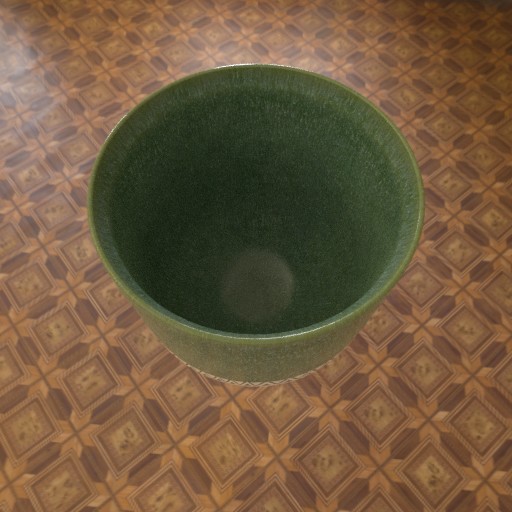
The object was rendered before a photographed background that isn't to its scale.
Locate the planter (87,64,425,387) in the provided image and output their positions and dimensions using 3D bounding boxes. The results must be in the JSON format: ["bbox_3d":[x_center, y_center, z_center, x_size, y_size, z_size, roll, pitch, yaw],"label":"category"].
[{"bbox_3d":[0.000,0.000,0.472,0.266,0.270,0.266,0,63,0],"label":"planter"}]
